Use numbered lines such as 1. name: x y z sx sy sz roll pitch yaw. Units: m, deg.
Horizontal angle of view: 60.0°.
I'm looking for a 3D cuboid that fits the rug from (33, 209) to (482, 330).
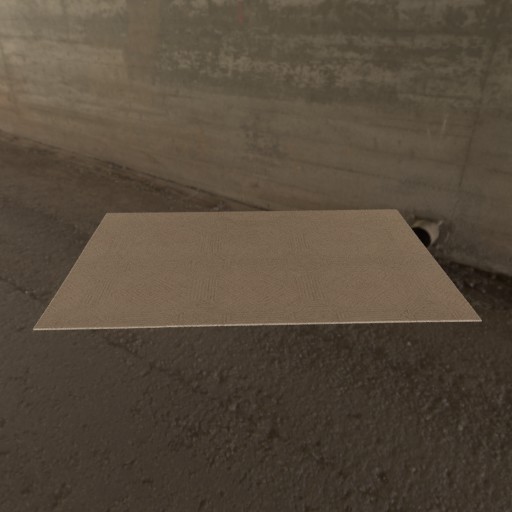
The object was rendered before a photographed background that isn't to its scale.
1. rug: 0.000 0.000 3.068 2.440 0.008 1.524 -1 30 -2
